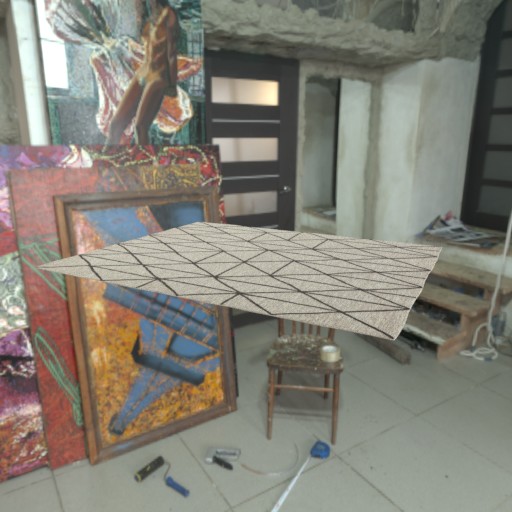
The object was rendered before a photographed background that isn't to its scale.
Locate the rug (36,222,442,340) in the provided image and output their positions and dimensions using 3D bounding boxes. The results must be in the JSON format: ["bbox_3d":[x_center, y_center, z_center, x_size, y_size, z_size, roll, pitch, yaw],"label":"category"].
[{"bbox_3d":[0.000,0.000,4.191,3.061,0.022,2.468,8,17,27],"label":"rug"}]
